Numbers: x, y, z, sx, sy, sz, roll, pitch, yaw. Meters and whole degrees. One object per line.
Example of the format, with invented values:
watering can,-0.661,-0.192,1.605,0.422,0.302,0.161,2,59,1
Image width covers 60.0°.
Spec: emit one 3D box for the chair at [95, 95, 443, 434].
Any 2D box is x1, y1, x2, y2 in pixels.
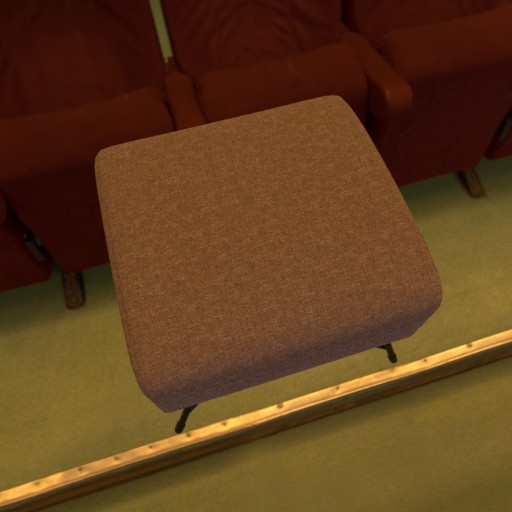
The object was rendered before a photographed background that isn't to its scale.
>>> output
chair,0.000,0.000,0.923,0.530,0.410,0.530,-16,65,-7
